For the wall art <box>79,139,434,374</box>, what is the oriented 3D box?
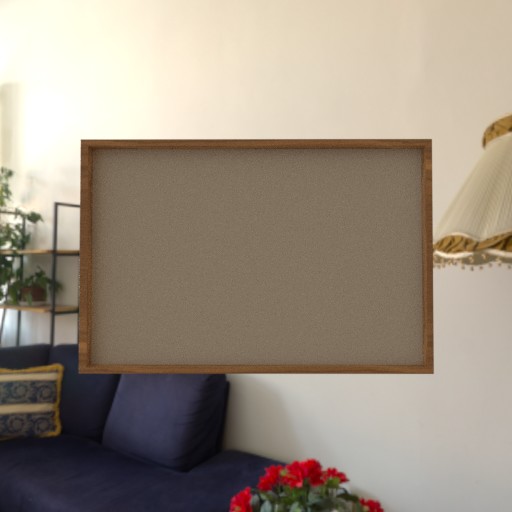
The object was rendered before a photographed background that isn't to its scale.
[{"bbox_3d":[0.000,0.000,1.160,0.911,0.605,0.037,0,-1,0],"label":"wall art"}]
